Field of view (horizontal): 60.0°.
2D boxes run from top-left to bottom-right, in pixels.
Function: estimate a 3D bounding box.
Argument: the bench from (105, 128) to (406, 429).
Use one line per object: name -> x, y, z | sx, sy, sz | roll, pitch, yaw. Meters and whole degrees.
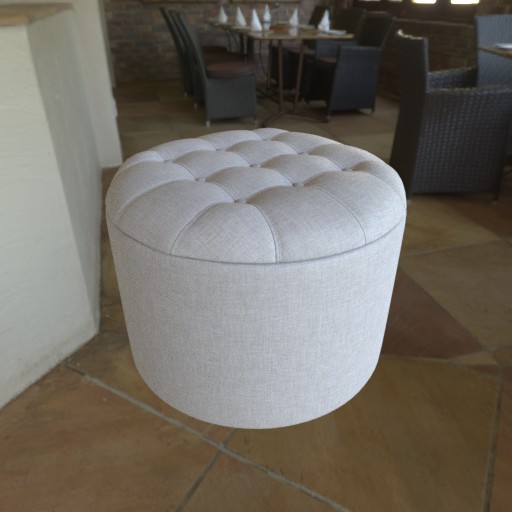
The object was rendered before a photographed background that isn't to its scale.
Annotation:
bench -> 0.000, 0.000, 0.992 | 0.600, 0.453, 0.600 | 0, 31, 0
